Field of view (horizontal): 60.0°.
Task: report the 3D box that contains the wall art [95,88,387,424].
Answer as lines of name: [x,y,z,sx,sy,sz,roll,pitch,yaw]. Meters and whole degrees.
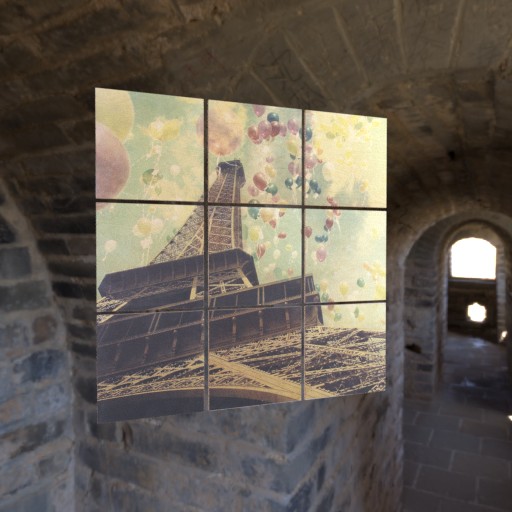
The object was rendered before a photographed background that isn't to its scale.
wall art: [0.000,0.000,1.799,1.219,1.218,0.013,0,1,-18]
